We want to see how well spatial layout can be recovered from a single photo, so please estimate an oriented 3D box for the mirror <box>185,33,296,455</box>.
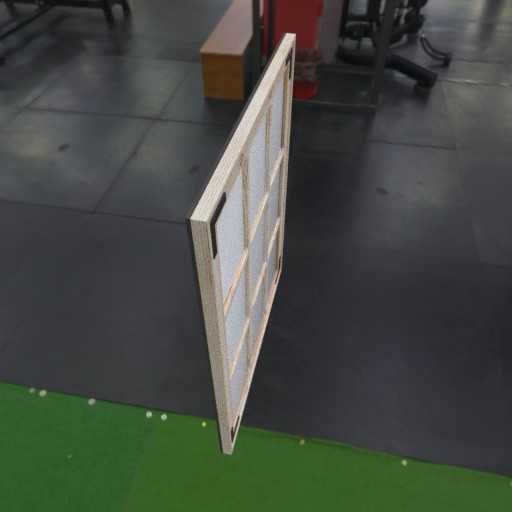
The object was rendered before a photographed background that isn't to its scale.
[{"bbox_3d":[0.000,0.000,1.189,0.032,0.882,0.730,10,47,9],"label":"mirror"}]
